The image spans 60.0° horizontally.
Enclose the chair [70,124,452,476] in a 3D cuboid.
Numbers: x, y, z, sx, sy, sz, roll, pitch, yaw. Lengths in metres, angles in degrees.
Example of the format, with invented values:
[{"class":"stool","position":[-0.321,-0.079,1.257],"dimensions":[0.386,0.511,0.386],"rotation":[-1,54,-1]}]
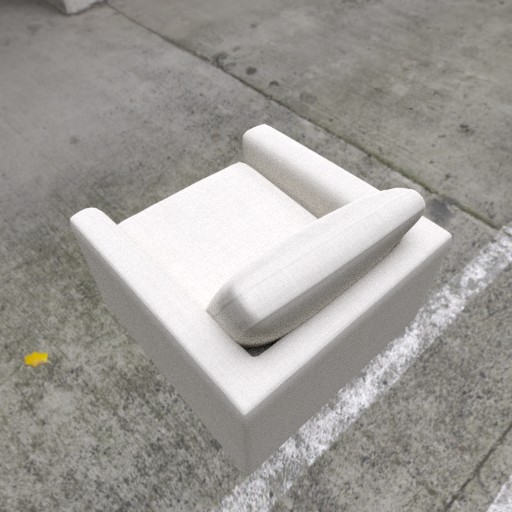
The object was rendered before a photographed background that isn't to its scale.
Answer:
[{"class":"chair","position":[0.000,0.000,1.861],"dimensions":[1.070,0.876,1.100],"rotation":[-34,56,-26]}]
